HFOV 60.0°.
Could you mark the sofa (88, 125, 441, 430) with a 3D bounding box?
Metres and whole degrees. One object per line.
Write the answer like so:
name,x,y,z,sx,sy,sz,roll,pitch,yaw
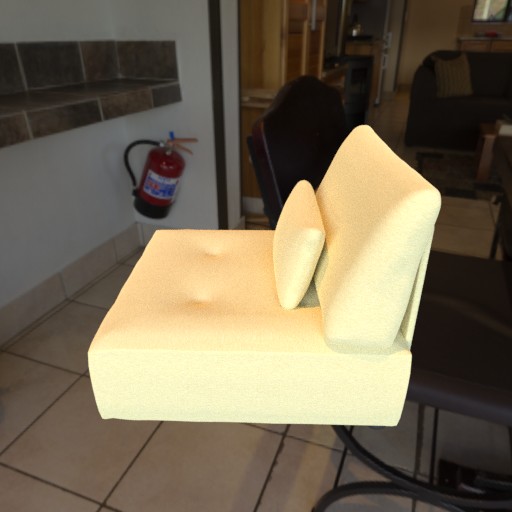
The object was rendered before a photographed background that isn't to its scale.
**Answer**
sofa,0.000,0.000,1.684,1.000,0.820,0.930,1,27,2
